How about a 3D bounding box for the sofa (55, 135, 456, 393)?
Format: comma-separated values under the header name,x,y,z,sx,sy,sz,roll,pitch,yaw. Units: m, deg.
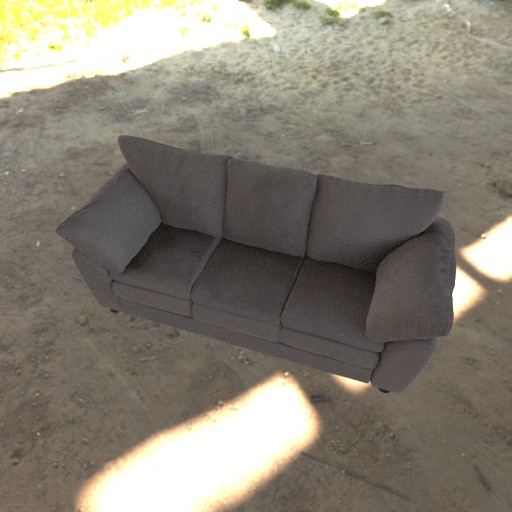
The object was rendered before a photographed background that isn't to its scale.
name,x,y,z,sx,sy,sz,roll,pitch,yaw
sofa,0.000,0.000,2.866,2.336,1.073,0.878,13,43,15
